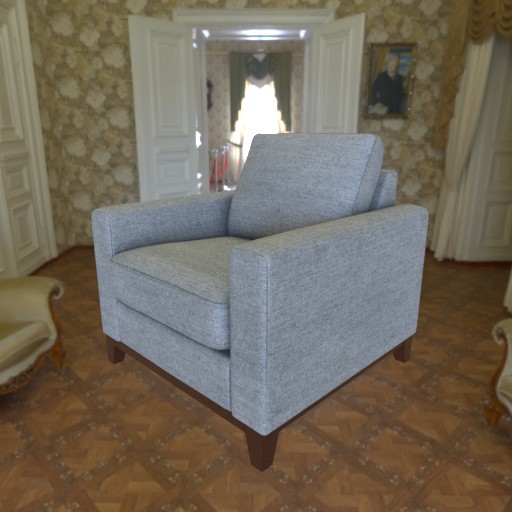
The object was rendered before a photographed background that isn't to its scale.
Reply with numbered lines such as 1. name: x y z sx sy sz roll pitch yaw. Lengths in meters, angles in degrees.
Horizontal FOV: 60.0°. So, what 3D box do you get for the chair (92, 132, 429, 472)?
1. chair: 0.000 0.000 1.890 1.024 1.010 1.038 15 22 42
